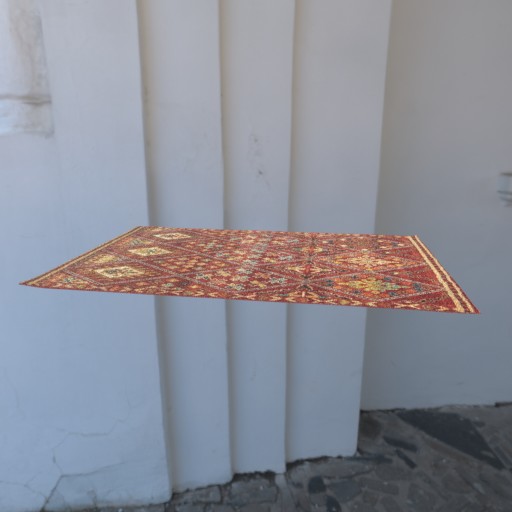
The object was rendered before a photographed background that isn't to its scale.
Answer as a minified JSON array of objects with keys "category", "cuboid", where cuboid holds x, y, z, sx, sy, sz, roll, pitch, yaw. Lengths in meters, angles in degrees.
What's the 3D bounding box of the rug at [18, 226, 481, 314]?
[{"category":"rug","cuboid":[0.000,0.000,2.867,2.286,0.026,1.521,2,16,9]}]
